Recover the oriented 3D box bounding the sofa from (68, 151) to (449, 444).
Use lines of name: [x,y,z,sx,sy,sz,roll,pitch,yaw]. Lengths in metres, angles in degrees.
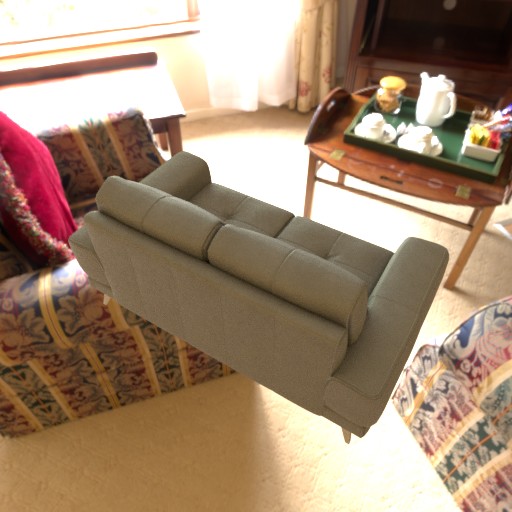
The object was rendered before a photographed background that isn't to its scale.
sofa: [0.000,0.000,2.389,1.806,0.907,1.018,24,51,21]
